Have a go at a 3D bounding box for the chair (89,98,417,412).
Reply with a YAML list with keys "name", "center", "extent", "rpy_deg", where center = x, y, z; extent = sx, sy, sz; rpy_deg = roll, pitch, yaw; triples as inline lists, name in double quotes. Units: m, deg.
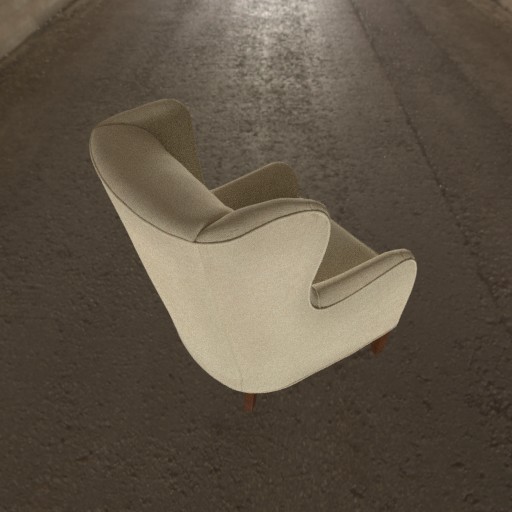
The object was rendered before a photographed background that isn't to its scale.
- name: "chair"
  center: [0.000, 0.000, 1.712]
  extent: [0.966, 1.040, 0.838]
  rpy_deg: [-24, 47, -25]
